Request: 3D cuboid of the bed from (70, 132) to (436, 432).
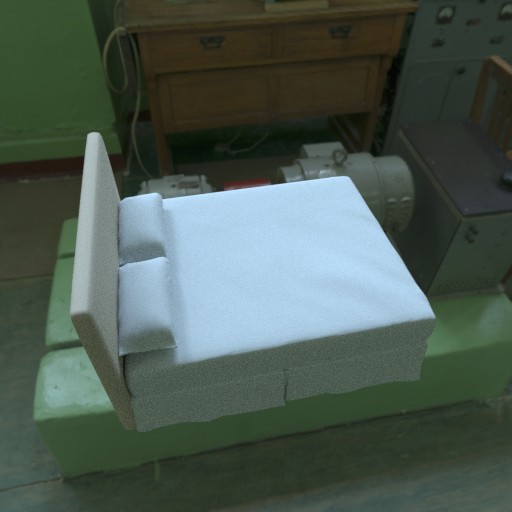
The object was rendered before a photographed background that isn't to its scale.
[{"bbox_3d":[0.000,0.000,3.206,2.142,1.330,1.748,-9,46,-9],"label":"bed"}]
